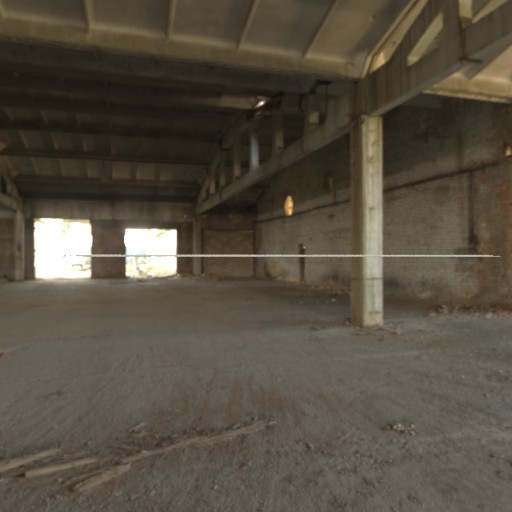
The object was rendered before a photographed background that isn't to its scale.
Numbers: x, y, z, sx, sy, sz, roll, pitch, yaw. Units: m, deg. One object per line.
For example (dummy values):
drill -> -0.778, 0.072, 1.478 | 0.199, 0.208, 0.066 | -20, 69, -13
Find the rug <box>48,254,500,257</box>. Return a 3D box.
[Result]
rug -> 0.000, 0.000, 3.941 | 3.051, 0.013, 2.380 | 0, 0, -17
